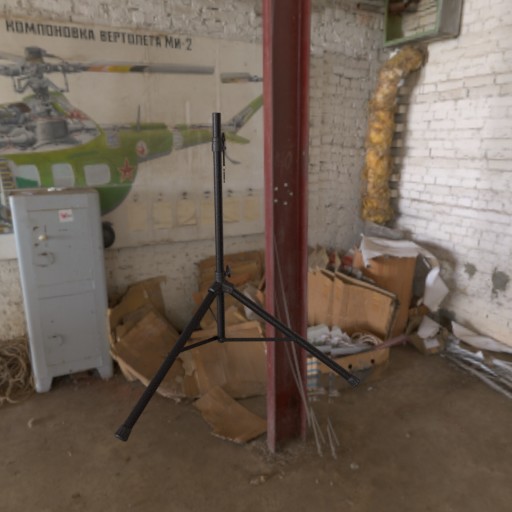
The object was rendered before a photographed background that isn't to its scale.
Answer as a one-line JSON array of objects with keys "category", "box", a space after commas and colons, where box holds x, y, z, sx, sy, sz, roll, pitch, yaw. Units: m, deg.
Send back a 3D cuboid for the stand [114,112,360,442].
[{"category": "stand", "box": [0.000, 0.000, 1.842, 0.907, 1.136, 1.045, 2, 15, 9]}]
